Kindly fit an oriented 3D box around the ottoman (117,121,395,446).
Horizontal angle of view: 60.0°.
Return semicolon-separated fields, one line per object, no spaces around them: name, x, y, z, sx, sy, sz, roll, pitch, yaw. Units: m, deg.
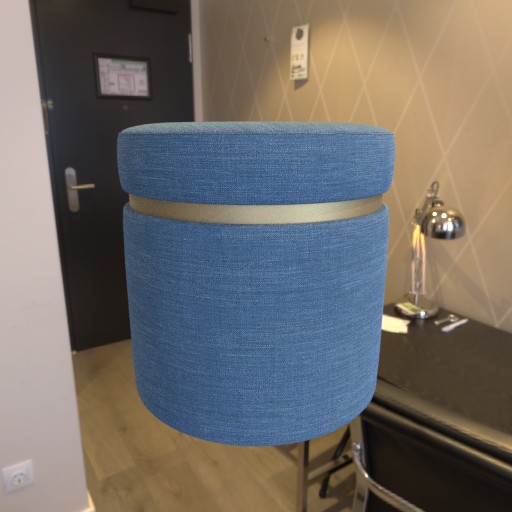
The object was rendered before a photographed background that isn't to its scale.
ottoman;0.000;0.000;0.702;0.398;0.406;0.398;0;15;0
